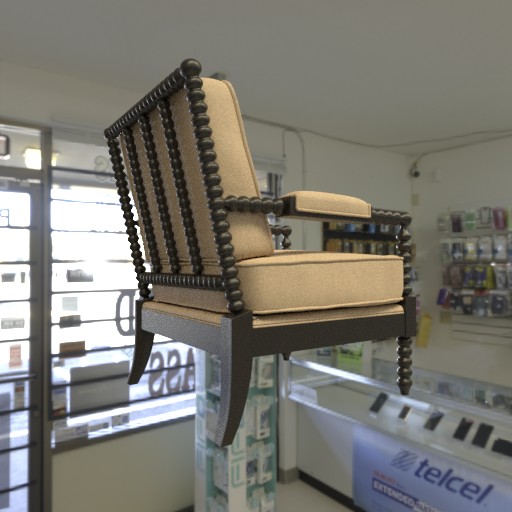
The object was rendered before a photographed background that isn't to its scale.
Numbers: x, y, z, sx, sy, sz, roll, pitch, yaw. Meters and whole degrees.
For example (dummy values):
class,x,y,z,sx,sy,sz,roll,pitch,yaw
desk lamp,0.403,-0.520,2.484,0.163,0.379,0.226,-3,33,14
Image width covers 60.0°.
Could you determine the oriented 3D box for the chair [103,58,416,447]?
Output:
class,x,y,z,sx,sy,sz,roll,pitch,yaw
chair,0.000,0.000,1.167,0.657,0.703,0.555,1,-1,-34
